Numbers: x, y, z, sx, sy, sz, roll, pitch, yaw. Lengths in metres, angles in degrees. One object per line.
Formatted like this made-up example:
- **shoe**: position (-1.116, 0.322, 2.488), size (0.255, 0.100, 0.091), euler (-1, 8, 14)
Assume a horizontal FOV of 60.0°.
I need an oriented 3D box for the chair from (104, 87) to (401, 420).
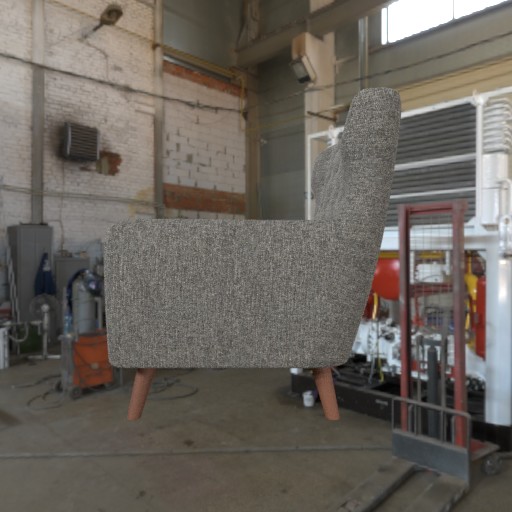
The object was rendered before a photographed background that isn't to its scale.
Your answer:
- **chair**: position (0.000, 0.000, 1.737), size (0.940, 1.039, 0.889), euler (0, 0, 0)
